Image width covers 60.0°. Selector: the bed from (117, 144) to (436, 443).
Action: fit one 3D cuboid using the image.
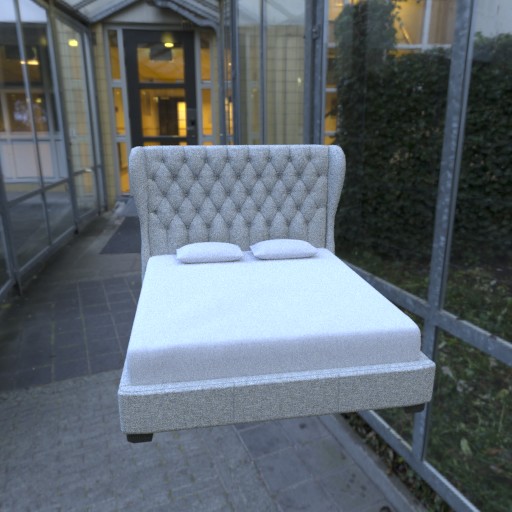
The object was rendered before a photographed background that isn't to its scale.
[{"bbox_3d":[0.000,0.000,3.837,2.219,1.771,2.347,-3,17,-9],"label":"bed"}]
